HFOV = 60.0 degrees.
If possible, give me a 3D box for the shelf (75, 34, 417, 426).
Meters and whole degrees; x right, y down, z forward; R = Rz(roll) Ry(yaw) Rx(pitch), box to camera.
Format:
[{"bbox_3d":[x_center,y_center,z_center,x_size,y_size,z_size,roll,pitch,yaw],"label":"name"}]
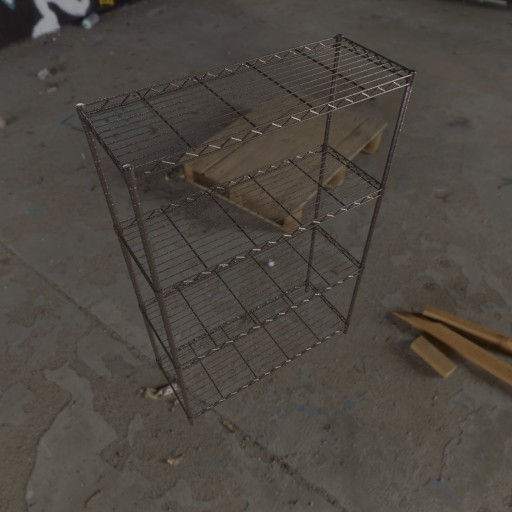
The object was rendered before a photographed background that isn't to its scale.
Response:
[{"bbox_3d":[0.000,0.000,1.721,0.907,1.361,0.352,-25,51,-22],"label":"shelf"}]
